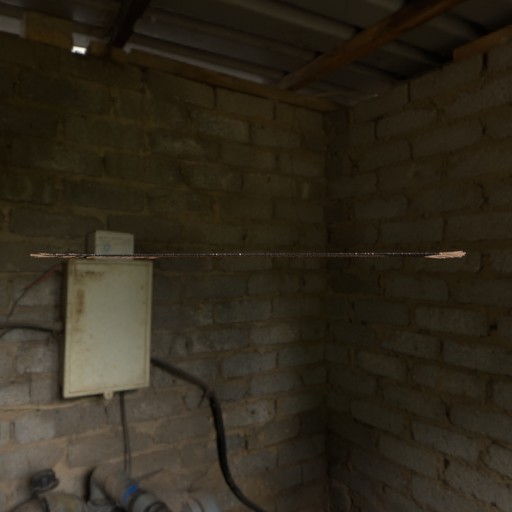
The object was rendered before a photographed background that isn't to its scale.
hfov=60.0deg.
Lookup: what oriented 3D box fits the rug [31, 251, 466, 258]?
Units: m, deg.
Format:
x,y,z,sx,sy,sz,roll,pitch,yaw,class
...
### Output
x,y,z,sx,sy,sz,roll,pitch,yaw,class
0.000,0.000,2.501,2.021,0.027,1.224,0,-1,18,rug
